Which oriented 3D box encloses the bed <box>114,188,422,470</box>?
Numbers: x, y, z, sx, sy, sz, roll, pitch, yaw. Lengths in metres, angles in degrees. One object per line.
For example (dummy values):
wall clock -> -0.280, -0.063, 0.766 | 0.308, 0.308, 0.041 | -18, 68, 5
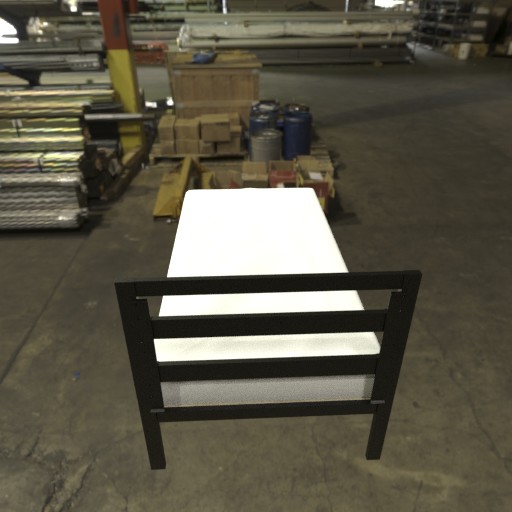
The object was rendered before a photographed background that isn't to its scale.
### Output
bed -> 0.000, 0.000, 2.486 | 0.991, 0.967, 1.930 | -1, 31, -2
